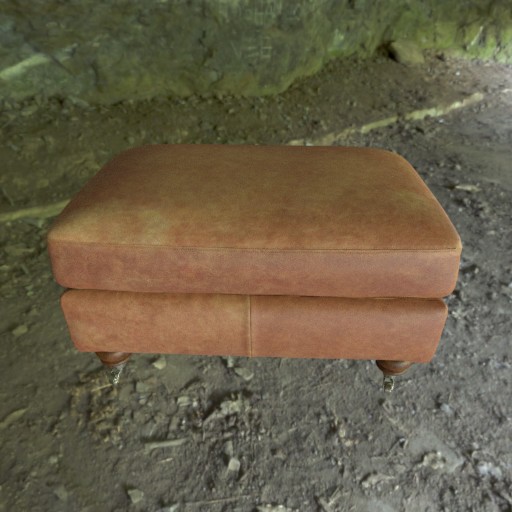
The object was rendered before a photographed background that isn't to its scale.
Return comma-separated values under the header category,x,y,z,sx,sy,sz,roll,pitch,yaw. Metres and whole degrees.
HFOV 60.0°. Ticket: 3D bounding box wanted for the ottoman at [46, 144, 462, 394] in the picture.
category,x,y,z,sx,sy,sz,roll,pitch,yaw
ottoman,0.000,0.000,1.171,0.852,0.507,0.565,1,31,2
